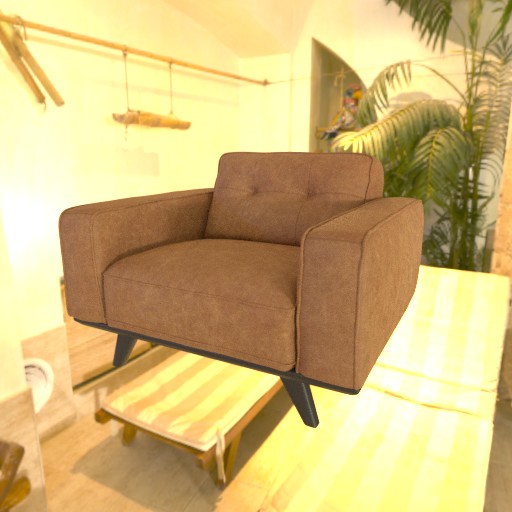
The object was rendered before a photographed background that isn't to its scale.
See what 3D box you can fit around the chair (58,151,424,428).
[{"bbox_3d":[0.000,0.000,1.720,1.118,0.782,0.952,7,16,27],"label":"chair"}]
